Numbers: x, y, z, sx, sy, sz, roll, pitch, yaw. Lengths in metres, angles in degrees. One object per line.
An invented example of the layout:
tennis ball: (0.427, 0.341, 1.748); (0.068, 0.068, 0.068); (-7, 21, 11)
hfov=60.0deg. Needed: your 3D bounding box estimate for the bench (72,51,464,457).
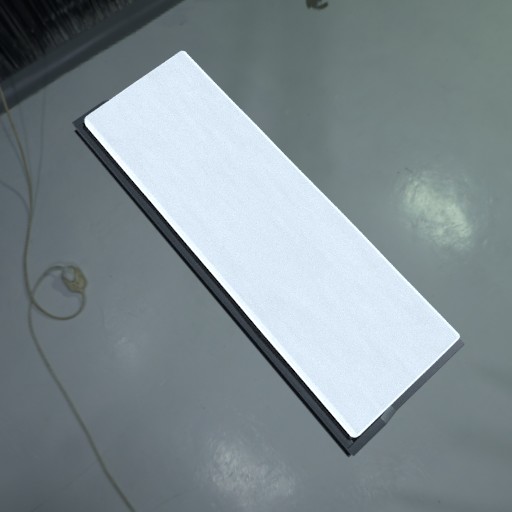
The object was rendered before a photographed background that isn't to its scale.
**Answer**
bench: (0.000, 0.000, 1.230); (0.345, 0.561, 0.973); (-40, 78, -10)
